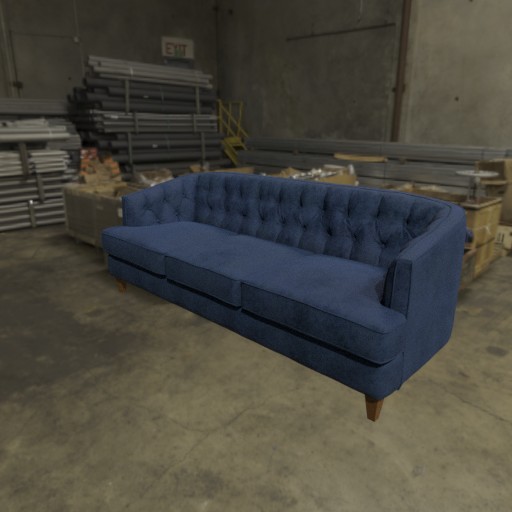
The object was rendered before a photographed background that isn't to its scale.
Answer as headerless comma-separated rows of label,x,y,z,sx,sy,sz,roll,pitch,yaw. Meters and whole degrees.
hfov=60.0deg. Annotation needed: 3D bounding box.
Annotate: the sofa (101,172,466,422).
sofa,0.000,0.000,2.724,2.278,0.855,0.941,16,23,42
